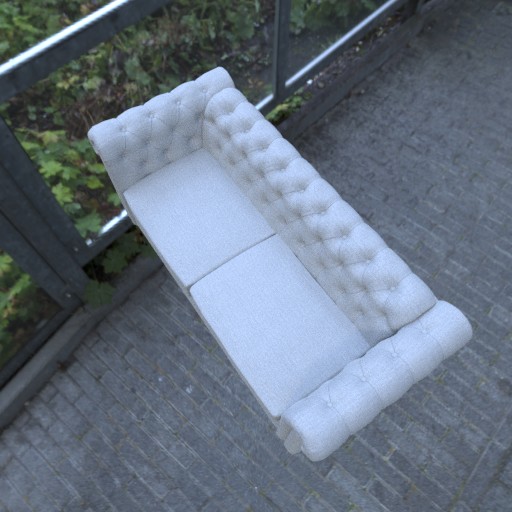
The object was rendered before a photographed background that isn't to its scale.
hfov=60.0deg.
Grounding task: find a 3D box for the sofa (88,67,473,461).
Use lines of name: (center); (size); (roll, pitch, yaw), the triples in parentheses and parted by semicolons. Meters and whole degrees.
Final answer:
sofa: (0.000, 0.000, 2.204); (0.783, 0.797, 1.798); (-32, 67, -15)
